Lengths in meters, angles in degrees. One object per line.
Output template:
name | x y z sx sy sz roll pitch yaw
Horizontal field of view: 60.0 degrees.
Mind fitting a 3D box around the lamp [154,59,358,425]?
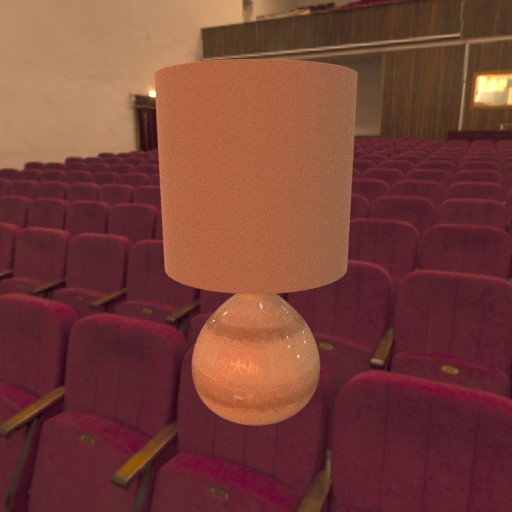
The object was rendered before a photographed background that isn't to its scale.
lamp | 0.000 0.000 0.534 0.217 0.404 0.217 7 16 26
